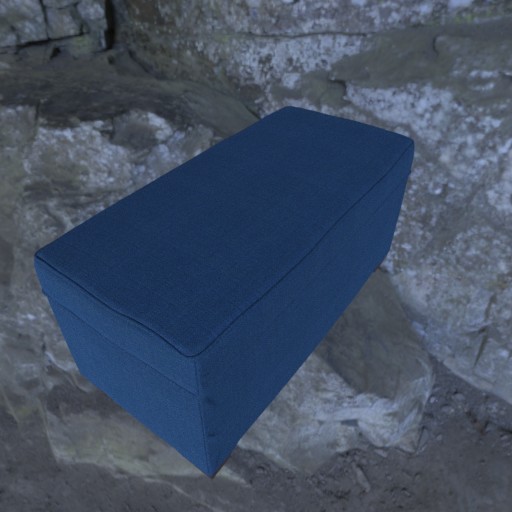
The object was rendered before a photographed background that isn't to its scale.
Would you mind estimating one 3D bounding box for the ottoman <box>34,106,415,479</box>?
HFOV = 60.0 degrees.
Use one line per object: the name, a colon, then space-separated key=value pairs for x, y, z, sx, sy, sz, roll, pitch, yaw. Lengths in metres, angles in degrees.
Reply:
ottoman: x=0.000 y=0.000 z=1.185 sx=0.474 sy=0.474 sz=0.943 roll=25 pitch=47 yaw=27
